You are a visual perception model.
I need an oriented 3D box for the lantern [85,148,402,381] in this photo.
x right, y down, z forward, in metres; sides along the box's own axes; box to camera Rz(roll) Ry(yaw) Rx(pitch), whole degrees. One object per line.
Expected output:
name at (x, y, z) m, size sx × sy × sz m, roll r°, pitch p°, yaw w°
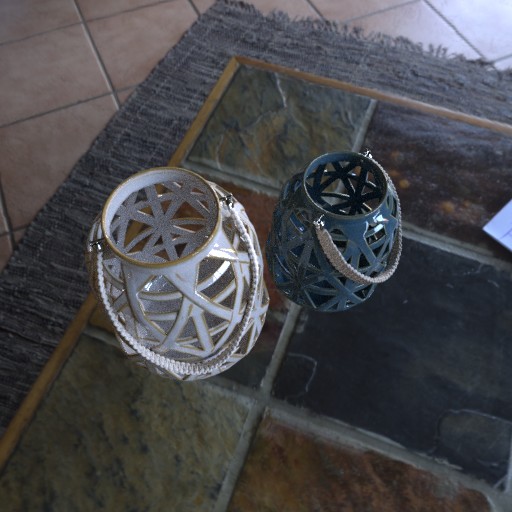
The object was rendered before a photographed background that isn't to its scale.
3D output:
lantern at (0.000, 0.000, 0.613) m, size 0.439 × 0.307 × 0.245 m, roll -20°, pitch 63°, yaw -11°
